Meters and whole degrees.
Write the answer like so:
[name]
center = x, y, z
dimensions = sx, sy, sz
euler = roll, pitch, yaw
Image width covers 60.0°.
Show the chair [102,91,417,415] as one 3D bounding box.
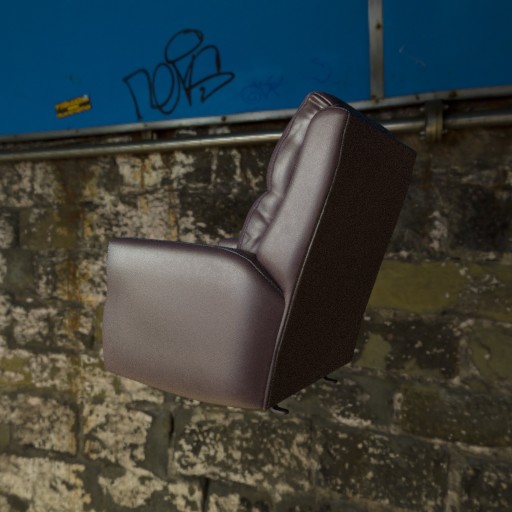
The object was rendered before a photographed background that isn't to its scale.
[chair]
center = 0.000, 0.000, 1.774
dimensions = 1.080, 1.030, 0.829
euler = 1, 2, 35
